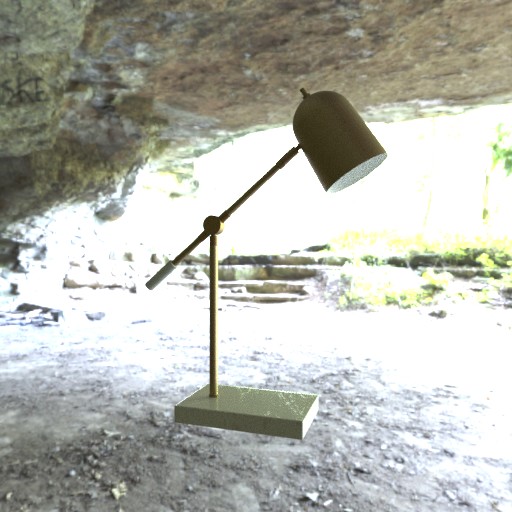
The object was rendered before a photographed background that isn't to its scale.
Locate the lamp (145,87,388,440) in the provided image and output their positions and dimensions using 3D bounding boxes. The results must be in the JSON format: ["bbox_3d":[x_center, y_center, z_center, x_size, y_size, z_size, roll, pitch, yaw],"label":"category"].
[{"bbox_3d":[0.000,0.000,0.827,0.471,0.603,0.144,0,1,18],"label":"lamp"}]
